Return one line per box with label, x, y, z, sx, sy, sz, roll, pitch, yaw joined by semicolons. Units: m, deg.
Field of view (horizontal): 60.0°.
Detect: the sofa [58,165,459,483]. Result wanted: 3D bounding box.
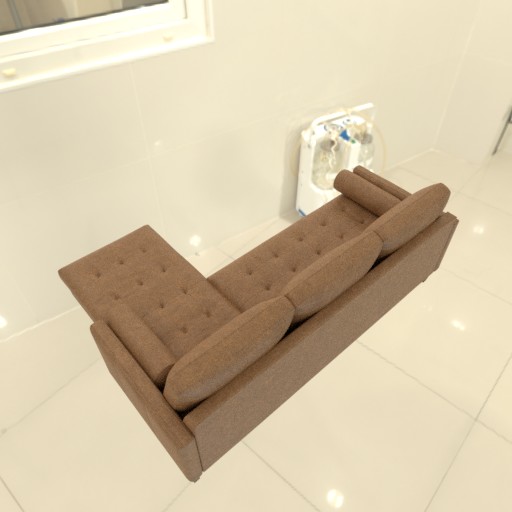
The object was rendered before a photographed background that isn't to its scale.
sofa;0.000;0.000;2.844;2.178;0.876;1.506;-33;54;-27
